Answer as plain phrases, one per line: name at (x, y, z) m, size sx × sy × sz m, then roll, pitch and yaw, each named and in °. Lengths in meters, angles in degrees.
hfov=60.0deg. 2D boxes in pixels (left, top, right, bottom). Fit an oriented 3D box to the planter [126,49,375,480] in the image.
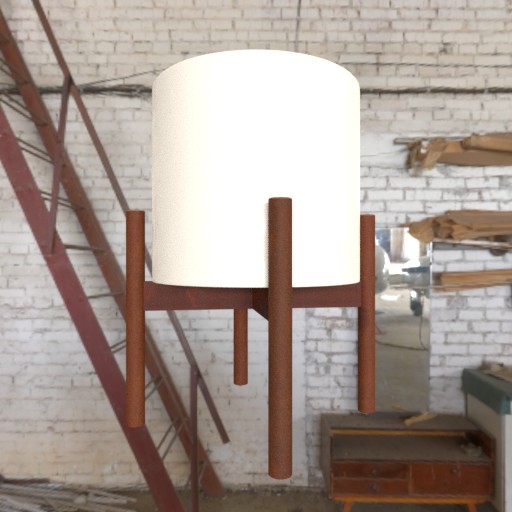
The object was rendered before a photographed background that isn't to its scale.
planter at (0.000, 0.000, 0.491) m, size 0.224 × 0.358 × 0.224 m, roll 0°, pitch 0°, yaw 36°
